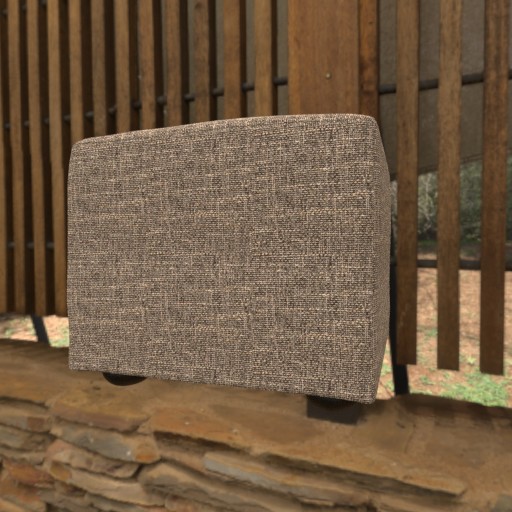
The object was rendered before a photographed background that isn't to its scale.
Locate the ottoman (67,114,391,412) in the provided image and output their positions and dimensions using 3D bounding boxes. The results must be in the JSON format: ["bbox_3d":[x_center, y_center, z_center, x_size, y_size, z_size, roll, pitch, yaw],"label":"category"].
[{"bbox_3d":[0.000,0.000,0.903,0.512,0.453,0.521,1,2,19],"label":"ottoman"}]
